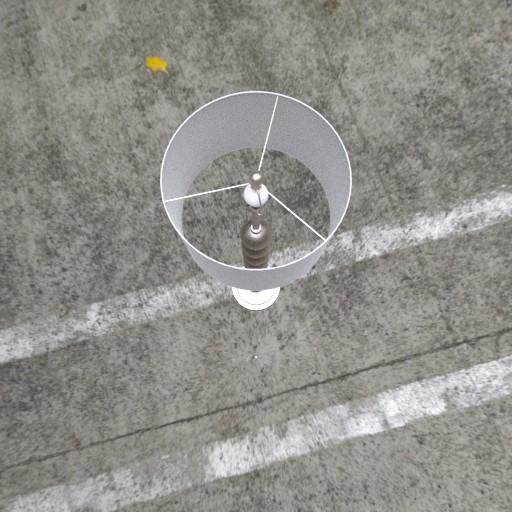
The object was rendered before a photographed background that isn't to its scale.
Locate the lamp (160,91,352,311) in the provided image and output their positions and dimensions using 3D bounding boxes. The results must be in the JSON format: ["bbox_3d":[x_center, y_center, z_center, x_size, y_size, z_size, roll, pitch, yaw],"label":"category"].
[{"bbox_3d":[0.000,0.000,1.617,0.394,1.474,0.394,-15,78,-3],"label":"lamp"}]
